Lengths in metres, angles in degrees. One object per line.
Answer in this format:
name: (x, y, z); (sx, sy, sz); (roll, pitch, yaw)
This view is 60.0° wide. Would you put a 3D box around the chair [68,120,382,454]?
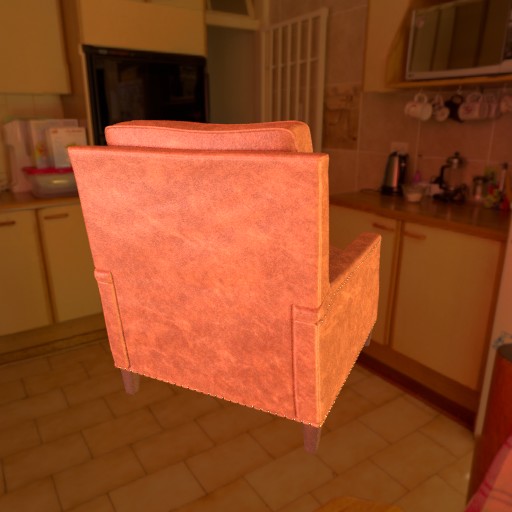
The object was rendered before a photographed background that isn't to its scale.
chair: (0.000, 0.000, 1.804); (0.854, 1.054, 1.035); (8, 19, 25)
